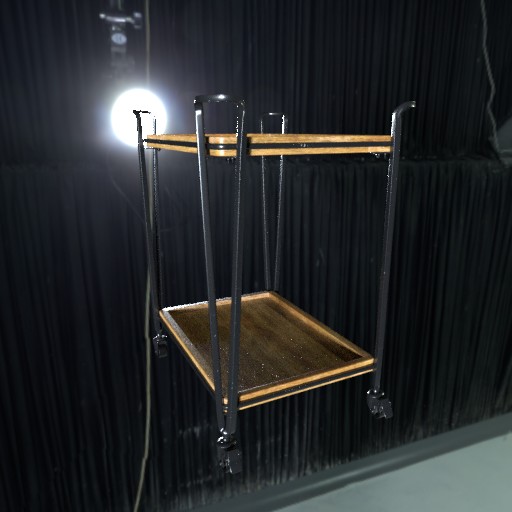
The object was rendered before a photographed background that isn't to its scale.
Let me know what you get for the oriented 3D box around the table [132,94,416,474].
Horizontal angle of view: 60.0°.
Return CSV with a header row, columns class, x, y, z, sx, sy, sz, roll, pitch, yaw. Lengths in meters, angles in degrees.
class,x,y,z,sx,sy,sz,roll,pitch,yaw
table,0.000,0.000,1.224,0.505,0.785,0.672,-8,18,-25
